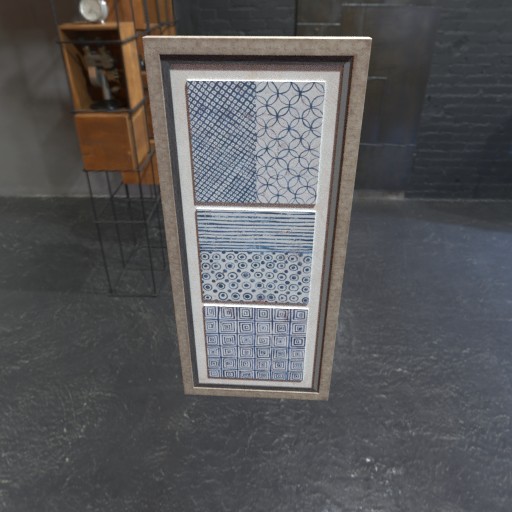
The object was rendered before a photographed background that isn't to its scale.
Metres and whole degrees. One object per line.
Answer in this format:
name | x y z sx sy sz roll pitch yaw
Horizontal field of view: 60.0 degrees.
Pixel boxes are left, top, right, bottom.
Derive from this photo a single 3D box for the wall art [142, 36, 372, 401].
wall art | 0.000 0.000 1.644 0.648 1.461 0.051 2 31 3
